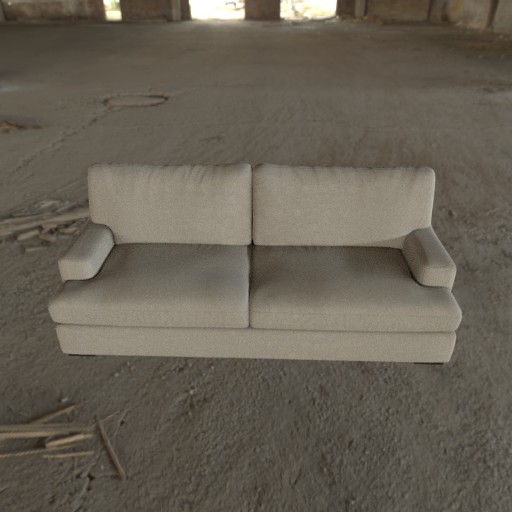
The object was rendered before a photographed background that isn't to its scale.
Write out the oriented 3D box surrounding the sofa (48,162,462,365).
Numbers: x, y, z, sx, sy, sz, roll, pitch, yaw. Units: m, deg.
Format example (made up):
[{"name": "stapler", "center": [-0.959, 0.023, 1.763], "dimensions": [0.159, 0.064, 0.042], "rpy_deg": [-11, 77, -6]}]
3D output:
[{"name": "sofa", "center": [0.000, 0.000, 2.803], "dimensions": [2.354, 0.980, 0.962], "rpy_deg": [1, 31, 2]}]
